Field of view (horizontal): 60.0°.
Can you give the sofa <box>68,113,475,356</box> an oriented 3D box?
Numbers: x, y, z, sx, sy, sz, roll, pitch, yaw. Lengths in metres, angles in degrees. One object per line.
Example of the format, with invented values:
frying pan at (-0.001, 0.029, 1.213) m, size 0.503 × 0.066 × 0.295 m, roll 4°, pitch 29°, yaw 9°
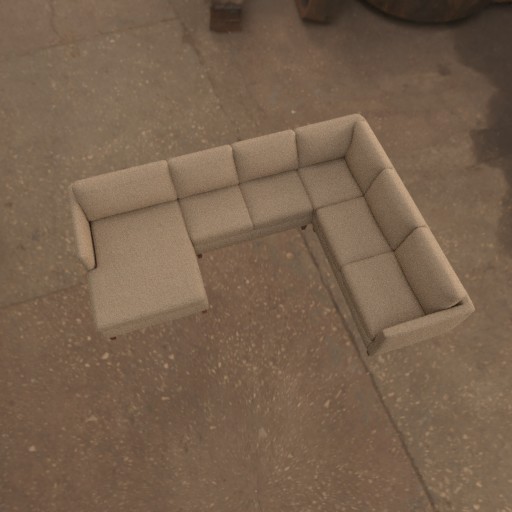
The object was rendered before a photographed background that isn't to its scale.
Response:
sofa at (0.000, 0.000, 4.529) m, size 3.403 × 0.889 × 2.551 m, roll -16°, pitch 63°, yaw -8°
